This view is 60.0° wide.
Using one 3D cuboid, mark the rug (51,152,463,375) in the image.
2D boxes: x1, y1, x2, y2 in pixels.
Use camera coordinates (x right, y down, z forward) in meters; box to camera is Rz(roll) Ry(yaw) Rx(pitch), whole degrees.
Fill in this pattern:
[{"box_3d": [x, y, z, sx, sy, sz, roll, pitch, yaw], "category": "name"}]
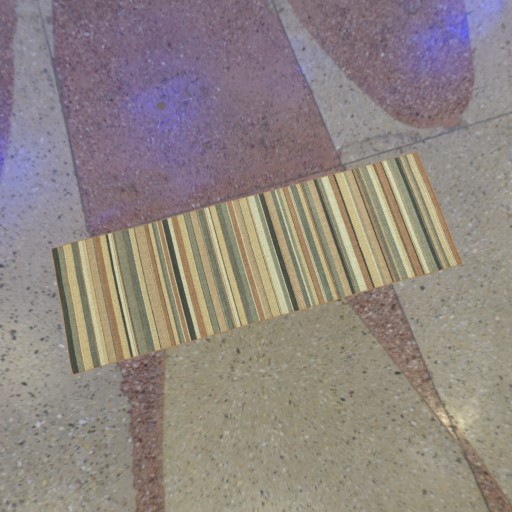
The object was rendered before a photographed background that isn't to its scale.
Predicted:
[{"box_3d": [0.000, 0.000, 2.753, 2.444, 0.010, 0.799, -15, 76, -4], "category": "rug"}]
